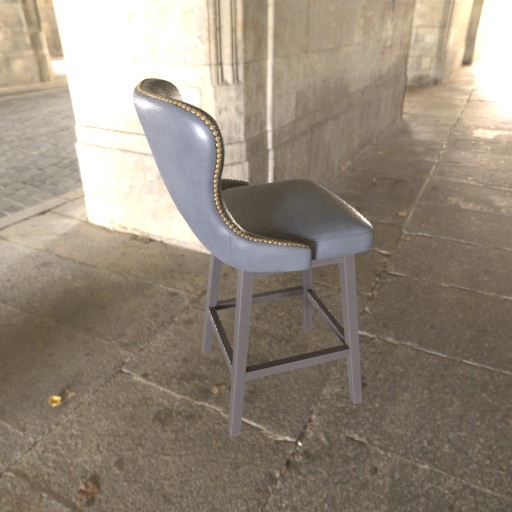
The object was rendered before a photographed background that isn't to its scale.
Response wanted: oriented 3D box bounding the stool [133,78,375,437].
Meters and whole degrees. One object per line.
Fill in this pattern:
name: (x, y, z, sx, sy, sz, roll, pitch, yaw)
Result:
stool: (0.000, 0.000, 1.317, 0.593, 0.971, 0.528, -9, 30, -16)
